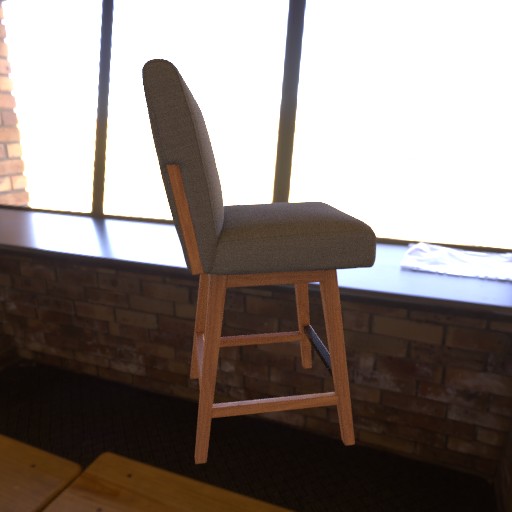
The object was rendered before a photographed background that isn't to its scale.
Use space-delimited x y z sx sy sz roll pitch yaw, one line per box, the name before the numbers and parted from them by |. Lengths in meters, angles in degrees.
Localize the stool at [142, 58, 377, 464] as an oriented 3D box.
stool | 0.000 0.000 1.303 0.570 1.019 0.459 -3 16 -9
